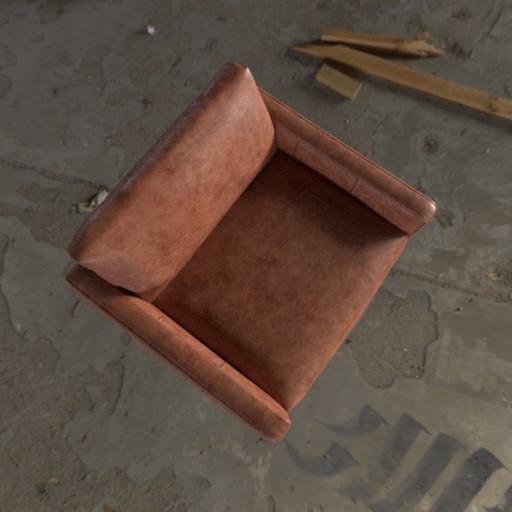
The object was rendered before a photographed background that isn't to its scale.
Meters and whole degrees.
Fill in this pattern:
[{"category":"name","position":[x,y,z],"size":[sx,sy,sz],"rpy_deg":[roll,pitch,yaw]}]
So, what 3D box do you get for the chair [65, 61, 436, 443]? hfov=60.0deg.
[{"category":"chair","position":[0.000,0.000,1.626],"size":[0.862,0.869,0.967],"rpy_deg":[36,79,8]}]
